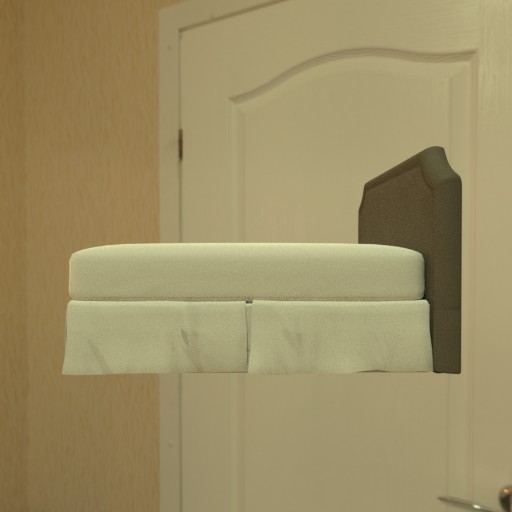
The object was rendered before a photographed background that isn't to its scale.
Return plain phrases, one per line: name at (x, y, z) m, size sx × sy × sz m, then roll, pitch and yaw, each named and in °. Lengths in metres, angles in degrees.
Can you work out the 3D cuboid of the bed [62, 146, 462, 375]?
bed at (0.000, 0.000, 3.229) m, size 2.181 × 1.297 × 1.831 m, roll 0°, pitch 1°, yaw 0°
